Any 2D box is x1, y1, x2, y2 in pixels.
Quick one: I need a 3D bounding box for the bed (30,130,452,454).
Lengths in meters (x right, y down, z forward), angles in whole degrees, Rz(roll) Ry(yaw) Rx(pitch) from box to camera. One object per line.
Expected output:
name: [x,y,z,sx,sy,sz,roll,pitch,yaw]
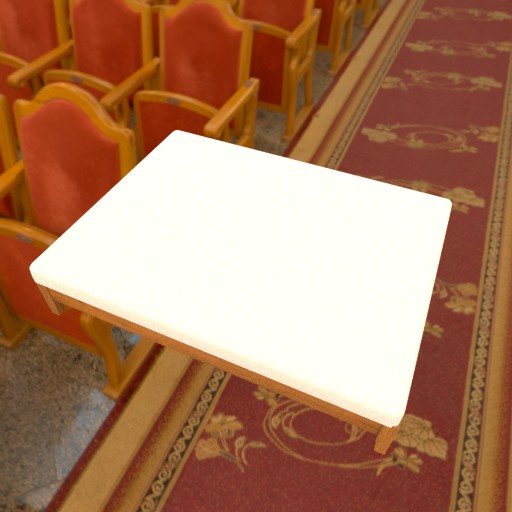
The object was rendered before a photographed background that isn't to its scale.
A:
bed: [0.000,0.000,2.707,2.016,0.431,1.536,18,49,16]
